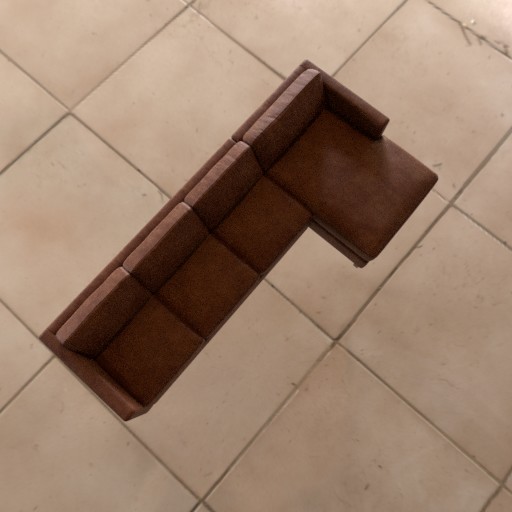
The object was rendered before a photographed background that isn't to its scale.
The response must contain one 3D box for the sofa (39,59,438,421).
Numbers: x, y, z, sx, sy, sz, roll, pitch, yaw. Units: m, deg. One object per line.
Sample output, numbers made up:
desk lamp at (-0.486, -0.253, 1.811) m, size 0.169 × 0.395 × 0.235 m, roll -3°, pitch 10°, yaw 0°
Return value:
sofa at (0.000, 0.000, 3.775) m, size 1.581 × 0.883 × 3.203 m, roll 40°, pitch 79°, yaw 9°
